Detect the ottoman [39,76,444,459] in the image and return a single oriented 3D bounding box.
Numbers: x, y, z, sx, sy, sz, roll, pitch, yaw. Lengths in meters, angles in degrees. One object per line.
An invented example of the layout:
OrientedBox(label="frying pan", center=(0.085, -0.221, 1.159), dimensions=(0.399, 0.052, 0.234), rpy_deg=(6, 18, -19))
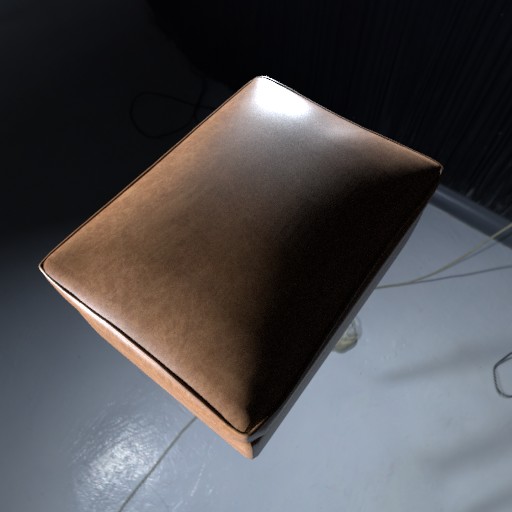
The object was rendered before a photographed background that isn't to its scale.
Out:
OrientedBox(label="ottoman", center=(0.000, 0.000, 1.099), dimensions=(0.554, 0.468, 0.756), rpy_deg=(33, 65, 18))
